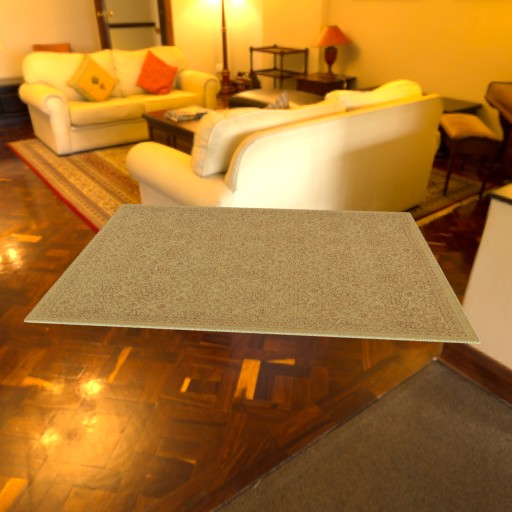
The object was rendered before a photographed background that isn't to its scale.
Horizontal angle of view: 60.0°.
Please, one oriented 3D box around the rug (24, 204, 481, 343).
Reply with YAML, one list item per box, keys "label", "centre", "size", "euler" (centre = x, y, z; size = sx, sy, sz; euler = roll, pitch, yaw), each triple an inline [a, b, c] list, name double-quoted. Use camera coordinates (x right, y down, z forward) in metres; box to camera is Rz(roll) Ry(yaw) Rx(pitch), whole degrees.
- label: "rug"
  centre: [0.000, 0.000, 2.288]
  size: [1.829, 0.010, 1.219]
  euler: [2, 30, 4]
